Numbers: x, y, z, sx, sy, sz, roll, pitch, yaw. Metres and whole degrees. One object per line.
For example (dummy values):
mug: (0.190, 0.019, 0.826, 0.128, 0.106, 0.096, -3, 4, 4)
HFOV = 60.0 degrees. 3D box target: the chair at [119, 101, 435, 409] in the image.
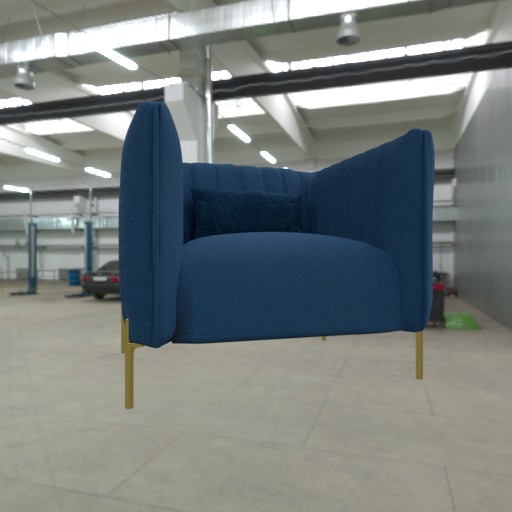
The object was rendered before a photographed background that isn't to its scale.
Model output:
chair: (0.000, 0.000, 1.603, 0.947, 0.793, 0.877, 0, 0, -18)
